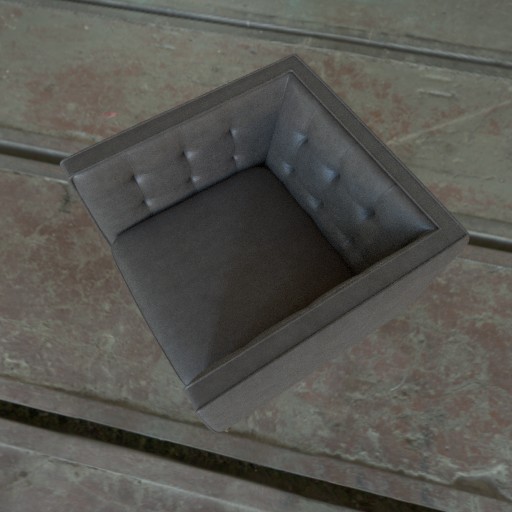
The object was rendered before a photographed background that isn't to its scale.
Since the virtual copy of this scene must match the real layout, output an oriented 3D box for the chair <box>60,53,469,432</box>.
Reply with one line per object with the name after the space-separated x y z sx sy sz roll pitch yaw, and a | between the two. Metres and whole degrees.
0.000 0.000 1.607 0.894 0.790 0.880 -30 68 -14 | chair
